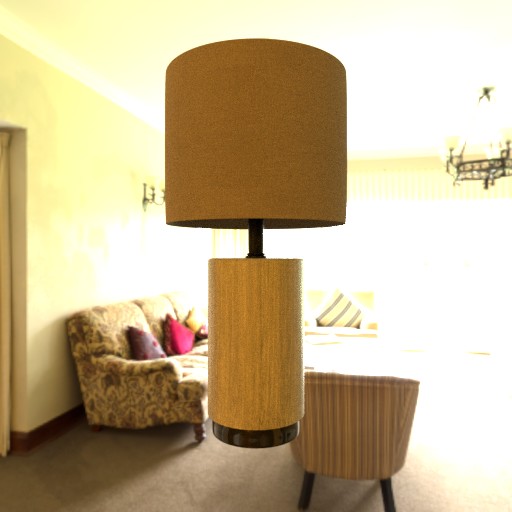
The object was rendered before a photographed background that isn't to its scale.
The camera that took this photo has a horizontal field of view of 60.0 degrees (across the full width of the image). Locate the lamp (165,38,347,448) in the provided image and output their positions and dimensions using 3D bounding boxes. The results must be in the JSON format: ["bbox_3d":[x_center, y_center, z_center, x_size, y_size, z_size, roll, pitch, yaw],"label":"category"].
[{"bbox_3d":[0.000,0.000,0.565,0.228,0.444,0.228,0,1,-36],"label":"lamp"}]
